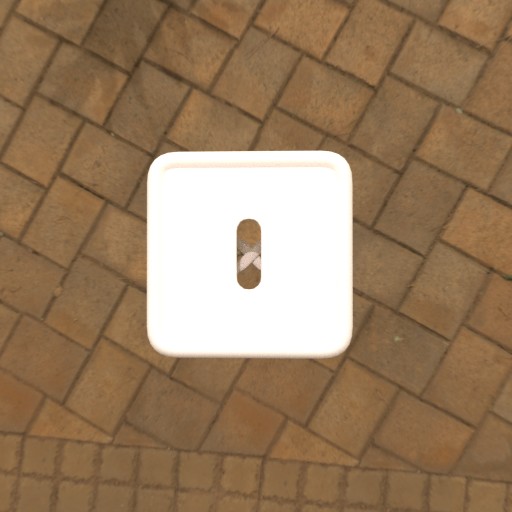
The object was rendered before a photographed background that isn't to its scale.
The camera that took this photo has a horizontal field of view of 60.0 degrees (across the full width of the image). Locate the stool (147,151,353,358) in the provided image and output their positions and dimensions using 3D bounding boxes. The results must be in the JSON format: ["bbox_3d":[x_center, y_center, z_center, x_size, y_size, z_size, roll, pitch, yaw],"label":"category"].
[{"bbox_3d":[0.000,0.000,0.899,0.406,0.610,0.406,0,90,2],"label":"stool"}]
